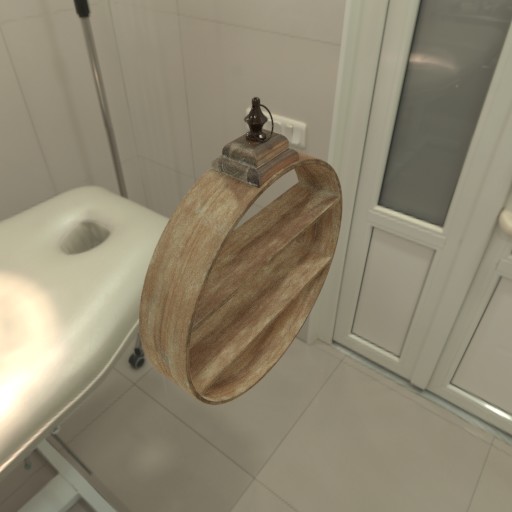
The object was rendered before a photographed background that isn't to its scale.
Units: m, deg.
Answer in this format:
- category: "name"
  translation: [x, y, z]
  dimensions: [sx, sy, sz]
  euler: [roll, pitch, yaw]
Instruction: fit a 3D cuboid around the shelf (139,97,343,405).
- category: "shelf"
  translation: [0.000, 0.000, 1.009]
  dimensions: [0.125, 0.725, 0.601]
  euler: [26, 46, 27]
